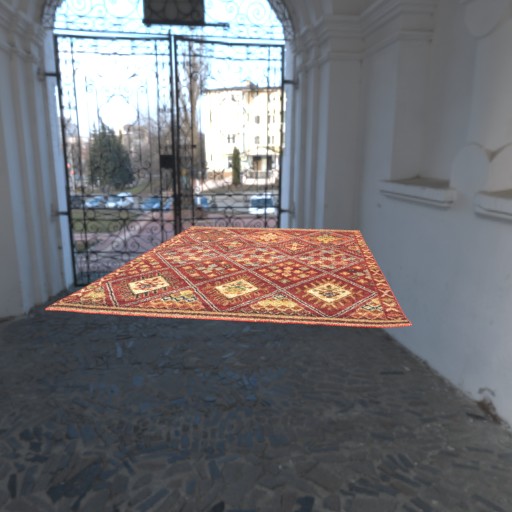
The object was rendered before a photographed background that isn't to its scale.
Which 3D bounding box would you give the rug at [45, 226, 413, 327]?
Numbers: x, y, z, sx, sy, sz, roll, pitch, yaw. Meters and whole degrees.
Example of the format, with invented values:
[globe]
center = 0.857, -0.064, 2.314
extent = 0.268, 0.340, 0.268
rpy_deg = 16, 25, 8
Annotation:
[rug]
center = 0.000, 0.000, 2.894
extent = 1.521, 0.026, 2.286
rpy_deg = 2, 13, 8
